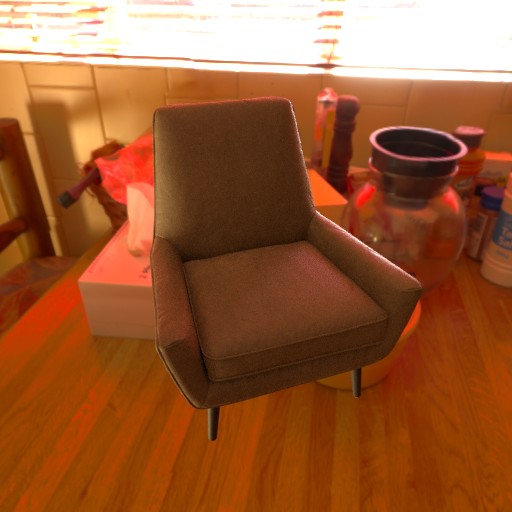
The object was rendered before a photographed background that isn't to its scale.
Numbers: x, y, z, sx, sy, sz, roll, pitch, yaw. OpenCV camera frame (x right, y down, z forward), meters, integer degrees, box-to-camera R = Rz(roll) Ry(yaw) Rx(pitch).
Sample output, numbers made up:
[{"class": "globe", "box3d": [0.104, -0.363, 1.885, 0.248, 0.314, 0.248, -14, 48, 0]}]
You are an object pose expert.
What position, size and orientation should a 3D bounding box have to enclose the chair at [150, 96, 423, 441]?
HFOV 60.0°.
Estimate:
[{"class": "chair", "box3d": [0.000, 0.000, 1.528, 0.787, 0.888, 0.824, -11, 34, -16]}]
